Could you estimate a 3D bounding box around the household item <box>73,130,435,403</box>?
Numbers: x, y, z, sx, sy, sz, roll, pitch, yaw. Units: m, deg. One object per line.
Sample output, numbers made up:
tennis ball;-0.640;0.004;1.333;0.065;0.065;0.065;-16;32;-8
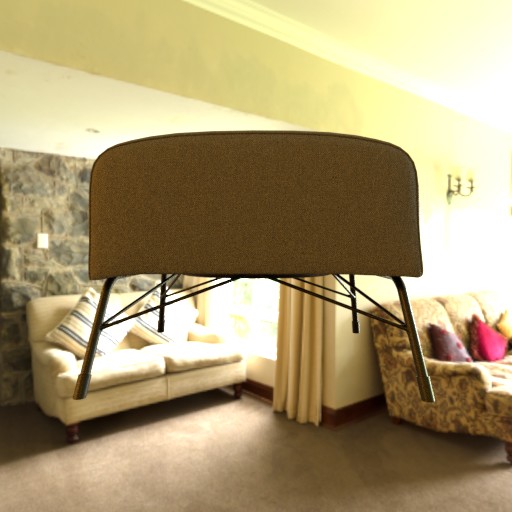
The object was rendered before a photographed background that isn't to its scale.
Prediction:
household item;0.000;0.000;0.901;0.530;0.410;0.530;0;1;1
